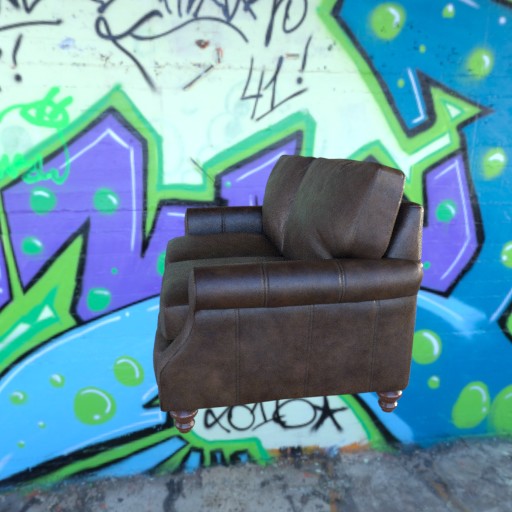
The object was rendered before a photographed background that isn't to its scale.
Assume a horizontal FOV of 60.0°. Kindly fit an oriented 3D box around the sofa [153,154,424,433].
[{"bbox_3d":[0.000,0.000,2.235,0.990,0.976,1.616,-2,14,-9],"label":"sofa"}]
